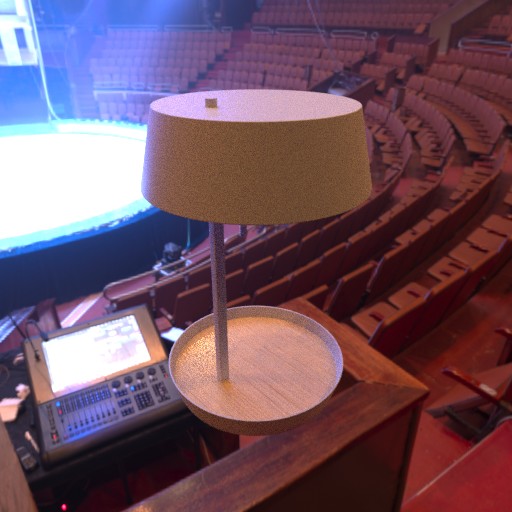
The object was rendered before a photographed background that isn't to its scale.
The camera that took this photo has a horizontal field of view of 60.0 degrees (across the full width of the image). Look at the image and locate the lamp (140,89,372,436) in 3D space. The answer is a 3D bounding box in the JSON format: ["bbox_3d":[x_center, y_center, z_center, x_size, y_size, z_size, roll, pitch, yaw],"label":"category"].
[{"bbox_3d":[0.000,0.000,0.620,0.291,0.429,0.291,0,27,0],"label":"lamp"}]
